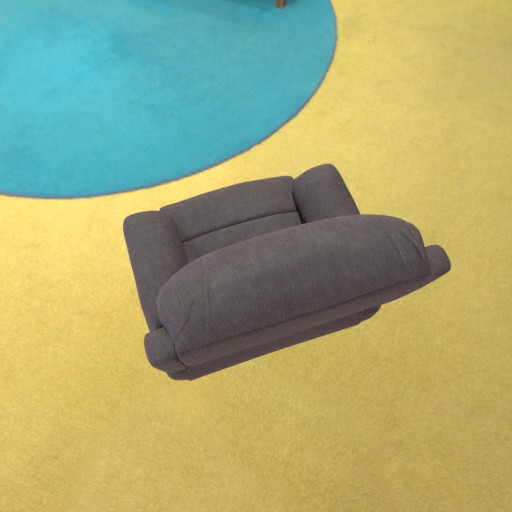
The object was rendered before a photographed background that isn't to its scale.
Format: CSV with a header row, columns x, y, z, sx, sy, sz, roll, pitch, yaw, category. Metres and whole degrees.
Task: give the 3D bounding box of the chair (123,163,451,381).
x,y,z,sx,sy,sz,roll,pitch,yaw,category
0.000,0.000,1.718,0.930,1.011,0.899,-16,60,-10,chair
